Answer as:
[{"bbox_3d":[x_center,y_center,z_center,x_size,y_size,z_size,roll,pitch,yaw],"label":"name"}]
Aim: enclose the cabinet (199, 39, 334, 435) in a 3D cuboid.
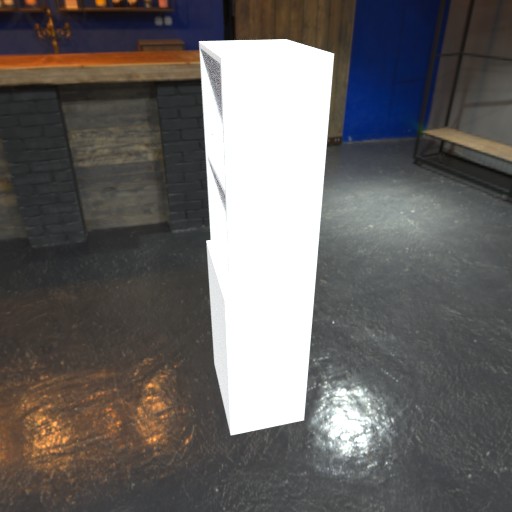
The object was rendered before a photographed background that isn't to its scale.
[{"bbox_3d":[0.000,0.000,1.576,0.300,1.350,0.400,-7,31,-12],"label":"cabinet"}]
